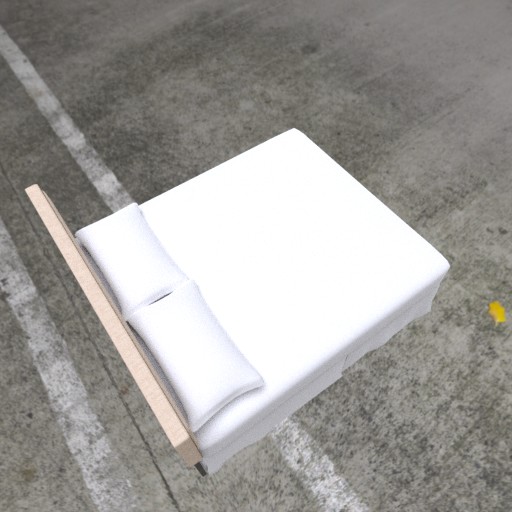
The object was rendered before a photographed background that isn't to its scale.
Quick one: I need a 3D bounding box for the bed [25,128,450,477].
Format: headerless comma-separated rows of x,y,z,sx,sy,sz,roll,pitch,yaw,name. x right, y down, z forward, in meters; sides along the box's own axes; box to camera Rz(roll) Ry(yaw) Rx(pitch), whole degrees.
0.000,0.000,2.708,1.876,1.016,1.616,-31,62,-19,bed
